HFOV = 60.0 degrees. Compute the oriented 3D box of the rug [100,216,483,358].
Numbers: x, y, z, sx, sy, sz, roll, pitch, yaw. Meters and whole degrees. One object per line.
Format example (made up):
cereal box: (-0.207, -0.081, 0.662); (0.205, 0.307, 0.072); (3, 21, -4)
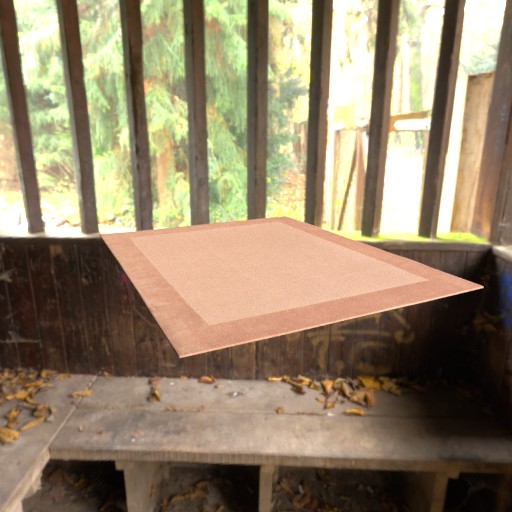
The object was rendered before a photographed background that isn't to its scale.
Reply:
rug: (0.000, 0.000, 4.208); (2.431, 0.021, 3.057); (-8, 18, -25)
